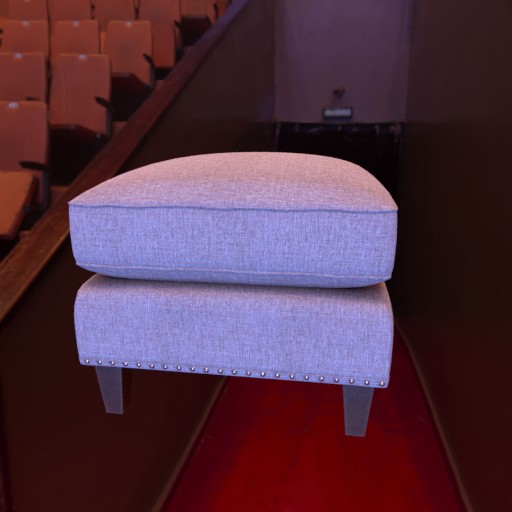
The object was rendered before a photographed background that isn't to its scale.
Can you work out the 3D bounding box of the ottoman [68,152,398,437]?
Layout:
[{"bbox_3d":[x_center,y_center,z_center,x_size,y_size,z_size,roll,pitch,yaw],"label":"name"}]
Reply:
[{"bbox_3d":[0.000,0.000,1.124,0.584,0.513,0.741,2,14,8],"label":"ottoman"}]
